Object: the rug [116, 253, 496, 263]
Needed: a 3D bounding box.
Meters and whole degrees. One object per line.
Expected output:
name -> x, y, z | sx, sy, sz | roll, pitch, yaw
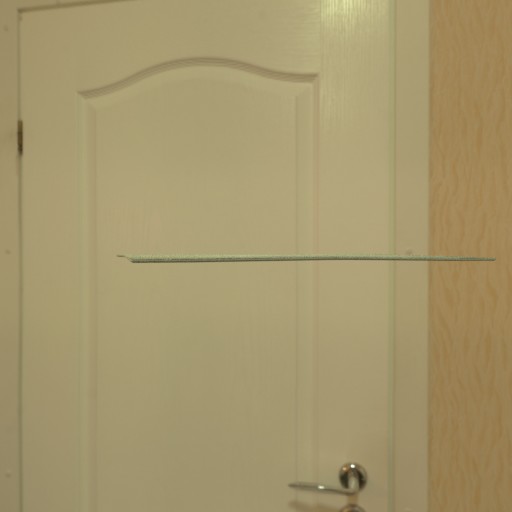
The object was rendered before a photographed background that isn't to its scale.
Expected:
rug -> 0.000, 0.000, 4.214 | 2.461, 0.046, 3.237 | 0, 1, -19
